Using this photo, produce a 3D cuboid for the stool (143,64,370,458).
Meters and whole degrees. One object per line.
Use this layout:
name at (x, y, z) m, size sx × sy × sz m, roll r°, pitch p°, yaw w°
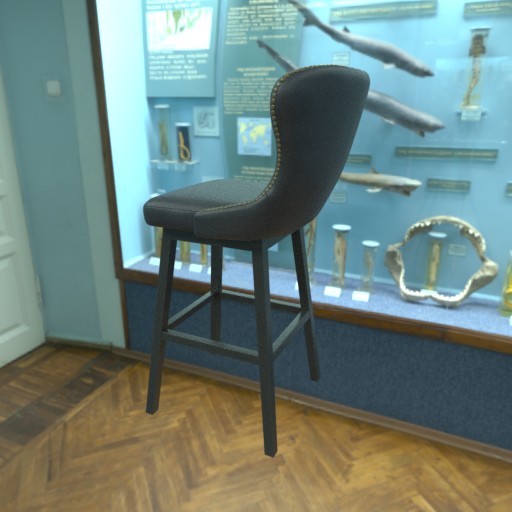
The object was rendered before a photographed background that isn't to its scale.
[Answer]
stool at (0.000, 0.000, 1.367) m, size 0.601 × 1.050 × 0.528 m, roll 9°, pitch 21°, yaw 24°
